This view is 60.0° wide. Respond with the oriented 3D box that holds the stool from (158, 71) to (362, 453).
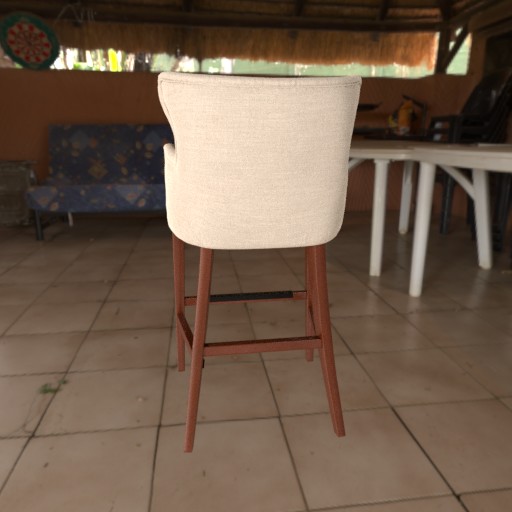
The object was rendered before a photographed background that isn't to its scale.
[{"bbox_3d":[0.000,0.000,1.384,0.556,1.034,0.563,-2,15,-8],"label":"stool"}]
